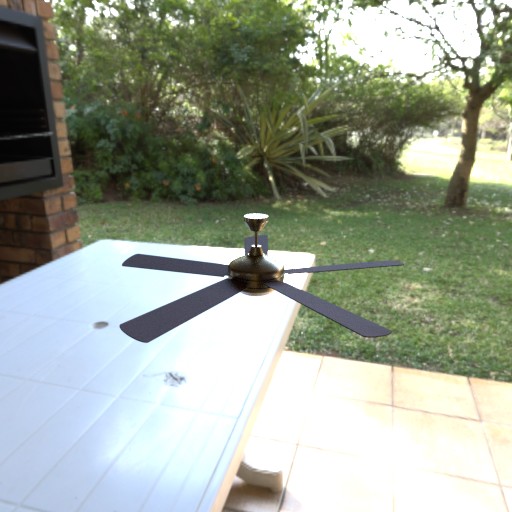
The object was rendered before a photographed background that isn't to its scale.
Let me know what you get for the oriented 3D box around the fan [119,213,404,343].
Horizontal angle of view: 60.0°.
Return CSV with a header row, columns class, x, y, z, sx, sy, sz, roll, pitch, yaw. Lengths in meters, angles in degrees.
class,x,y,z,sx,sy,sz,roll,pitch,yaw
fan,0.000,0.000,1.934,1.321,0.356,1.321,3,17,10
